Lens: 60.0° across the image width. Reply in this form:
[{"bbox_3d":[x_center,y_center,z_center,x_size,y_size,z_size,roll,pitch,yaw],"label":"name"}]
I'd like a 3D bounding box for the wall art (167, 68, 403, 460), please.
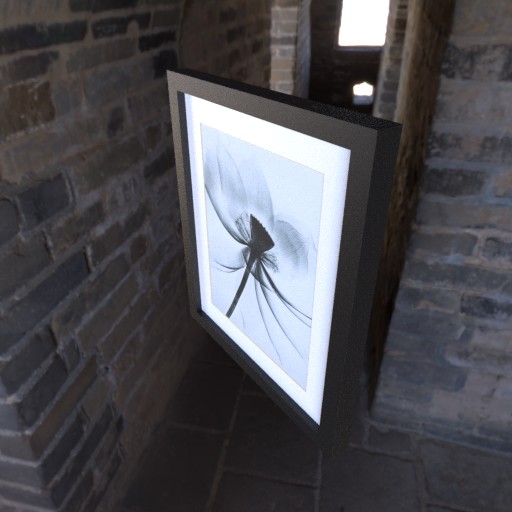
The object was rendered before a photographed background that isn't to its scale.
[{"bbox_3d":[0.000,0.000,0.535,0.029,0.381,0.330,-21,37,-30],"label":"wall art"}]
